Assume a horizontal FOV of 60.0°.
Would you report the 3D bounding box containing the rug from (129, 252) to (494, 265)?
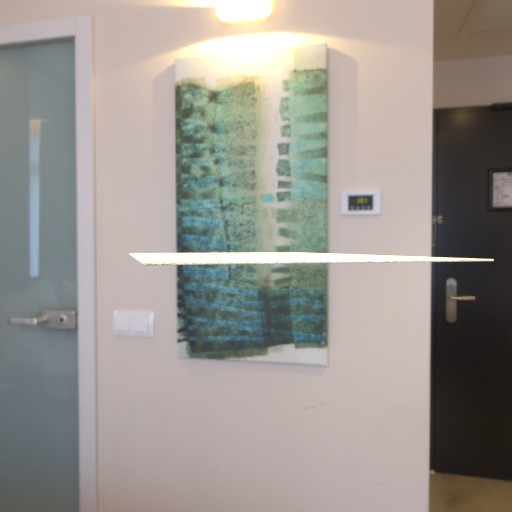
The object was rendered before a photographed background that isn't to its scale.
[{"bbox_3d":[0.000,0.000,2.268,1.211,0.007,1.827,0,1,-17],"label":"rug"}]
